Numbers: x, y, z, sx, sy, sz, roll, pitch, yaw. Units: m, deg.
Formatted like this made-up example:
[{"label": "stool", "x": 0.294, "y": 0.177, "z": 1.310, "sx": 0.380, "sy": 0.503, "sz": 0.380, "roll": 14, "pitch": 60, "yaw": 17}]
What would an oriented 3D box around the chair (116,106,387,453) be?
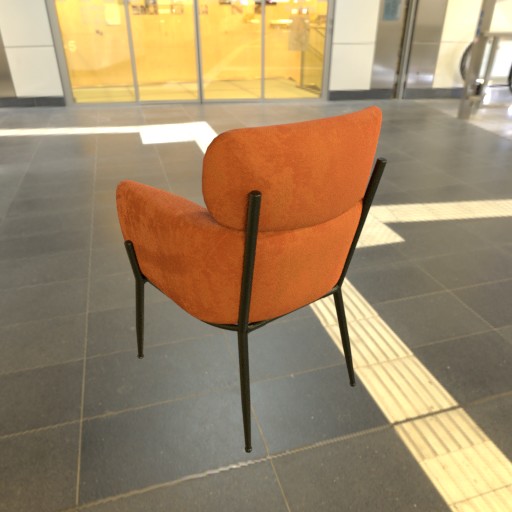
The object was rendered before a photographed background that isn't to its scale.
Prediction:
[{"label": "chair", "x": 0.000, "y": 0.000, "z": 1.144, "sx": 0.561, "sy": 0.772, "sz": 0.523, "roll": -20, "pitch": 35, "yaw": -31}]
